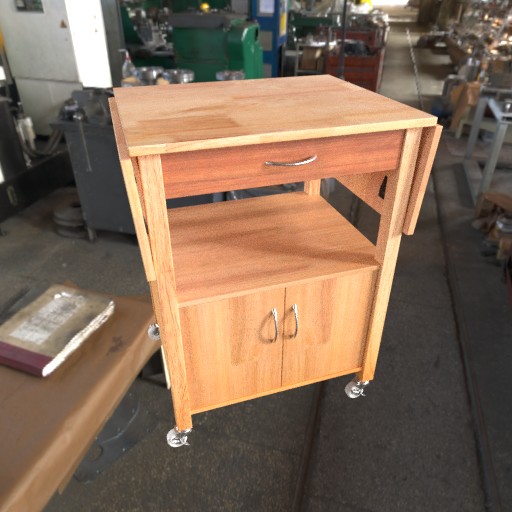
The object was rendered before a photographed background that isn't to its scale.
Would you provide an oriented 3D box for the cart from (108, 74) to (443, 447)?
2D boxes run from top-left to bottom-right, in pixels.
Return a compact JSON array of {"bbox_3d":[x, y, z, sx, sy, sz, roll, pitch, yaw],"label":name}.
[{"bbox_3d":[0.000,0.000,1.236,0.640,0.838,0.508,-10,33,-15],"label":"cart"}]
